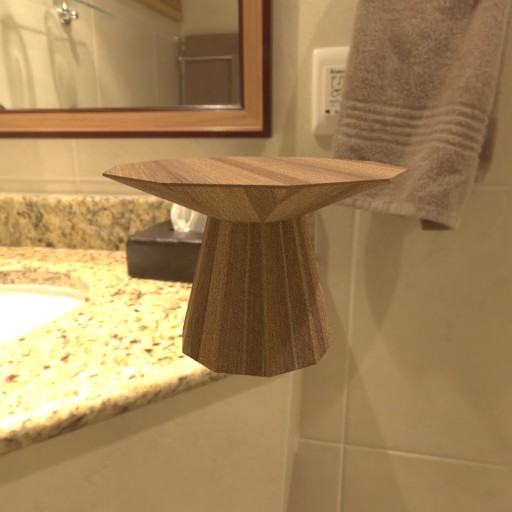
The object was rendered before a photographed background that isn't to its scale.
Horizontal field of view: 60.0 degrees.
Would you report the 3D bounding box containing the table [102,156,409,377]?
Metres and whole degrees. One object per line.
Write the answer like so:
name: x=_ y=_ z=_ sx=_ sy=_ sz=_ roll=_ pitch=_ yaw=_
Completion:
table: x=0.000 y=0.000 z=1.892 sx=1.186 sy=0.752 sz=1.186 roll=0 pitch=16 yaw=0
